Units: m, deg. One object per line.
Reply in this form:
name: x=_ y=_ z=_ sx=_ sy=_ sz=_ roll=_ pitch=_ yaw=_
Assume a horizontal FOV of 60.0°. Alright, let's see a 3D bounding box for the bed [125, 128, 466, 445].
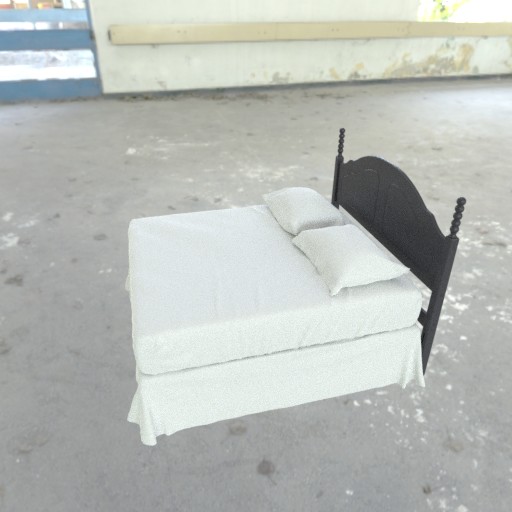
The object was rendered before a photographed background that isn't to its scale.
bed: x=0.000 y=0.000 z=3.261 sx=2.040 sy=1.356 sz=1.873 roll=-8 pitch=31 yaw=-13
